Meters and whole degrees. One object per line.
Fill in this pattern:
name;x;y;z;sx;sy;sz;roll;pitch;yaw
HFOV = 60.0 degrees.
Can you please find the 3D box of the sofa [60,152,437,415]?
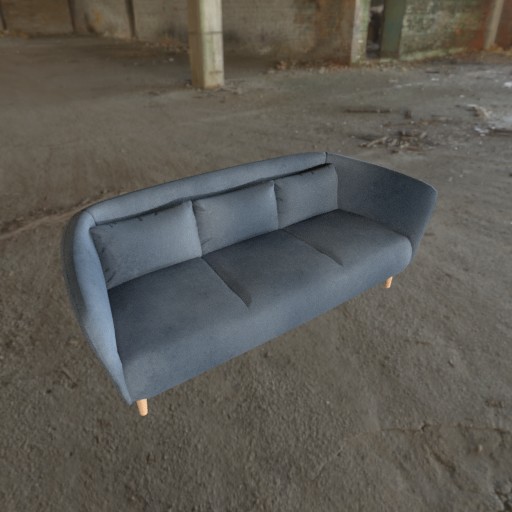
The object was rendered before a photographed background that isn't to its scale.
sofa;0.000;0.000;2.478;2.095;0.795;0.849;-20;35;-32
